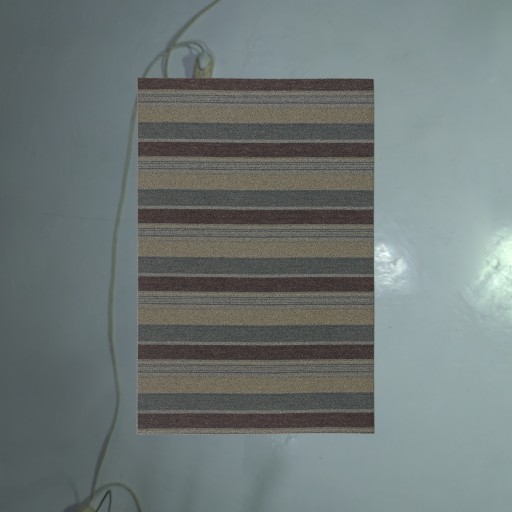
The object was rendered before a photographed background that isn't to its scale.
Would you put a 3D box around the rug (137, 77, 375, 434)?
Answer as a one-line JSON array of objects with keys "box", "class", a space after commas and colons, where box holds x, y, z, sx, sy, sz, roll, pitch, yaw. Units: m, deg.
[{"box": [0.000, 0.000, 2.276, 1.219, 0.008, 1.829, 0, 90, 0], "class": "rug"}]
